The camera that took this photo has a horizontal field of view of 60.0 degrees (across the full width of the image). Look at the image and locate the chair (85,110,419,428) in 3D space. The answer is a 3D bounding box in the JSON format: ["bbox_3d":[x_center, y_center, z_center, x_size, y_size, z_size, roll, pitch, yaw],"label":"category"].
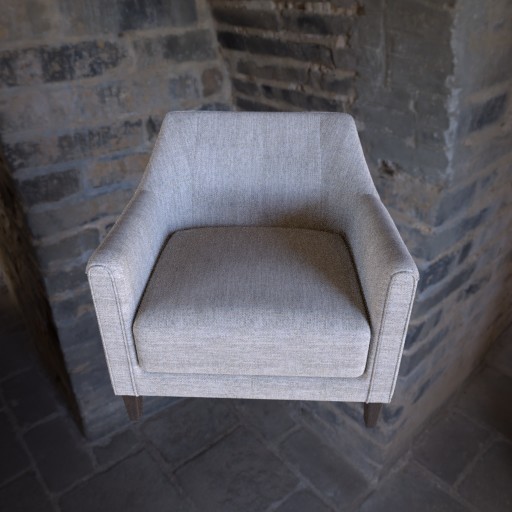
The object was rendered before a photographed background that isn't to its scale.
[{"bbox_3d":[0.000,0.000,1.425,0.796,0.761,0.758,1,31,2],"label":"chair"}]
